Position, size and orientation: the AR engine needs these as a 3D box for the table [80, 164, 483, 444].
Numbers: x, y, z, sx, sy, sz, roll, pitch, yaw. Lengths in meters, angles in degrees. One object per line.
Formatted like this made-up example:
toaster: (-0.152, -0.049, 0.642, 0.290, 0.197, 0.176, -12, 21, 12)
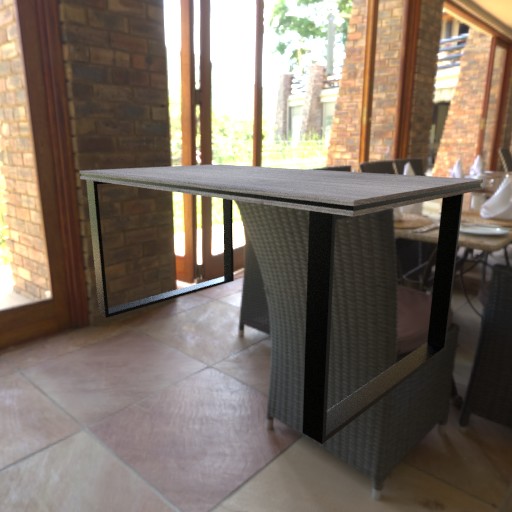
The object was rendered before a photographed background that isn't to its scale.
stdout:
table: (0.000, 0.000, 2.031, 0.881, 0.736, 1.579, -14, 20, -43)
